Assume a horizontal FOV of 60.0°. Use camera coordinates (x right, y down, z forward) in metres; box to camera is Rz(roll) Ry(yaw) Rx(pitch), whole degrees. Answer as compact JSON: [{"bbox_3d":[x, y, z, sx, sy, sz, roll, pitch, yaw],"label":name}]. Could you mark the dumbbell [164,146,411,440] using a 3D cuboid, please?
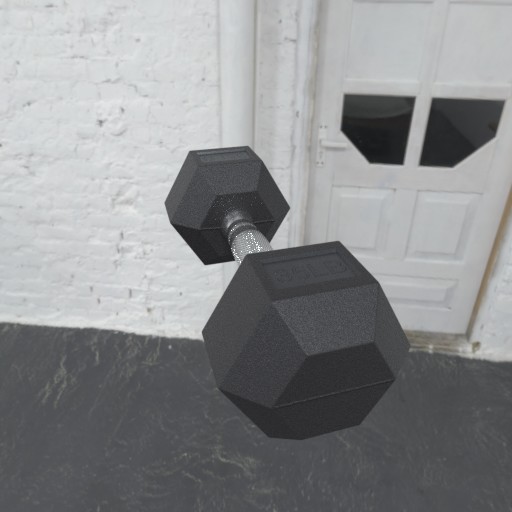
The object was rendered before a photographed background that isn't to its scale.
[{"bbox_3d":[0.000,0.000,0.426,0.141,0.123,0.356,-8,31,-14],"label":"dumbbell"}]
